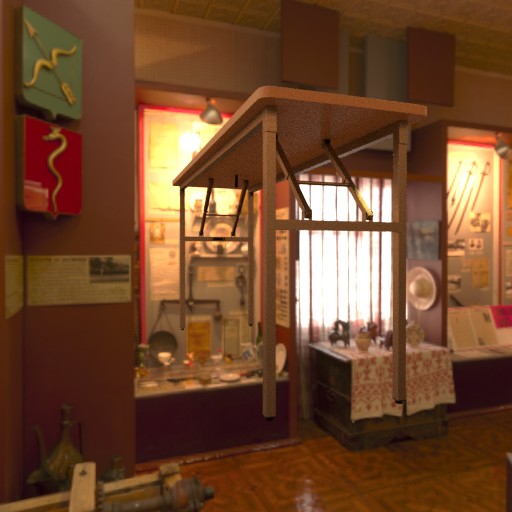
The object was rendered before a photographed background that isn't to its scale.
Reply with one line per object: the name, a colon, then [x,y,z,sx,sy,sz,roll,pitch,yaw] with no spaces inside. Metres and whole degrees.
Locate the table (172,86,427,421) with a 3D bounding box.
table: [0.000,0.000,1.684,0.446,0.750,1.397,0,1,-19]
